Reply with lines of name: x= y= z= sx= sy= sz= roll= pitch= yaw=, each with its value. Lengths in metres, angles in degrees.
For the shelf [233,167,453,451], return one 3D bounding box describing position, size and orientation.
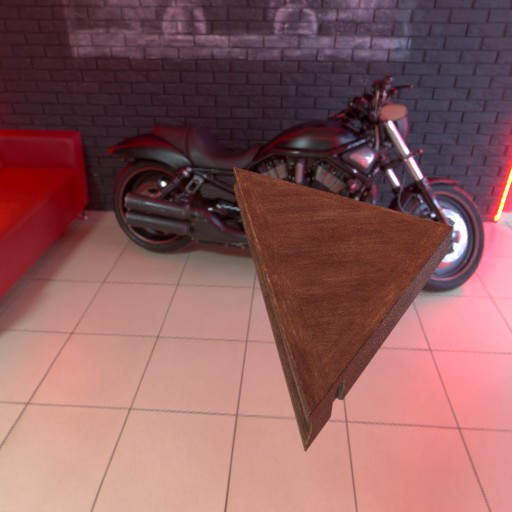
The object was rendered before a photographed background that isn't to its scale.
shelf: x=0.000 y=0.000 z=0.444 sx=0.296 sy=0.035 sz=0.296 roll=21 pitch=37 yaw=30
